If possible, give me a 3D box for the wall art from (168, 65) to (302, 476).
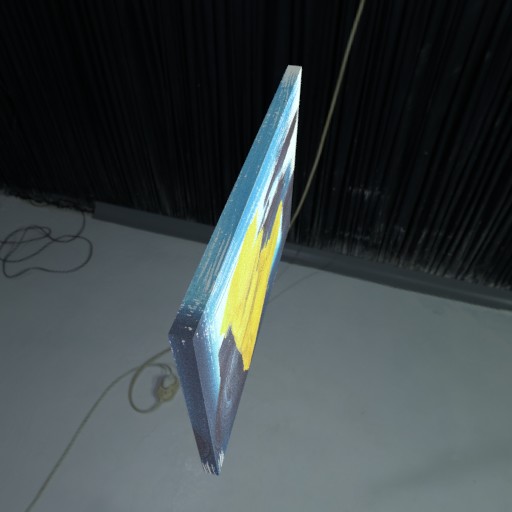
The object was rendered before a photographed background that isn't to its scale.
[{"bbox_3d":[0.000,0.000,1.162,0.039,0.610,0.914,10,48,9],"label":"wall art"}]
